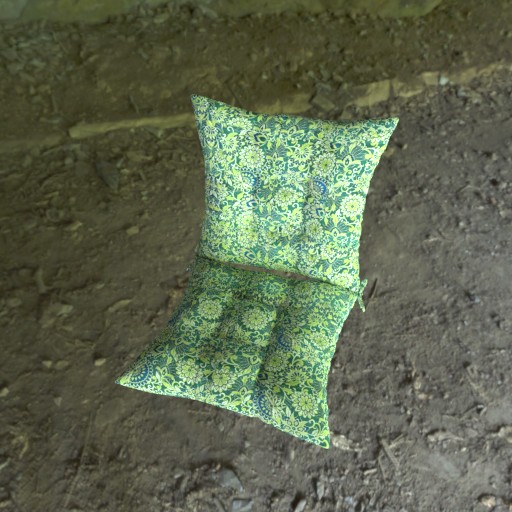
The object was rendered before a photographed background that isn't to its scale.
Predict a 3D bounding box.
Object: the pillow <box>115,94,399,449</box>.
[{"bbox_3d":[0.000,0.000,1.033,0.541,0.536,0.585,12,42,14],"label":"pillow"}]
